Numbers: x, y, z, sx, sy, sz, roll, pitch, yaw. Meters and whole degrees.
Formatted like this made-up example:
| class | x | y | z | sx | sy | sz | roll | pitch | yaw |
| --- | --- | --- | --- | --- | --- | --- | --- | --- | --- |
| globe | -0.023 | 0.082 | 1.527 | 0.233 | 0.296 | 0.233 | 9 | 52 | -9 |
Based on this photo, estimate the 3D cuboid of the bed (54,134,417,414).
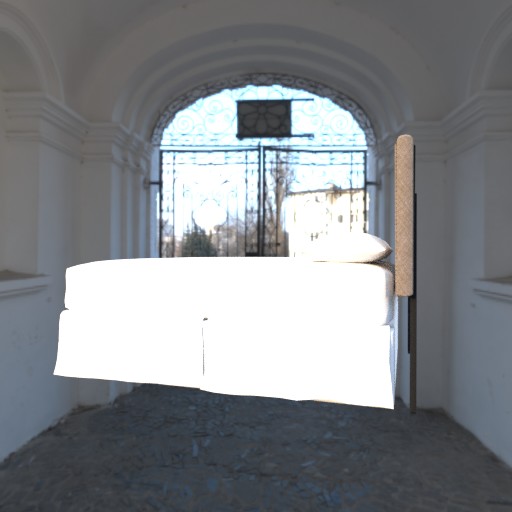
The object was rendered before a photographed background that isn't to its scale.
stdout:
| class | x | y | z | sx | sy | sz | roll | pitch | yaw |
| --- | --- | --- | --- | --- | --- | --- | --- | --- | --- |
| bed | 0.000 | 0.000 | 3.214 | 2.153 | 1.518 | 1.713 | 0 | 1 | 18 |
